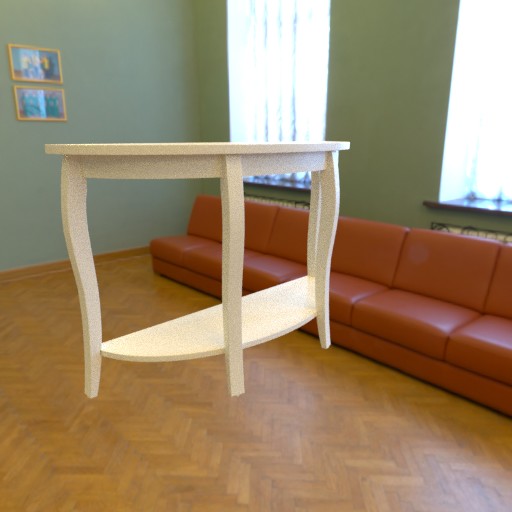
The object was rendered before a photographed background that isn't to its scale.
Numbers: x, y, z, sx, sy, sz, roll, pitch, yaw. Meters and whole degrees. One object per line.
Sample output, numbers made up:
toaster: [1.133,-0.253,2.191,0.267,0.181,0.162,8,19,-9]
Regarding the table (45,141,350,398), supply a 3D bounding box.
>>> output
table: [0.000,0.000,1.579,1.219,0.780,0.394,-14,21,-42]
